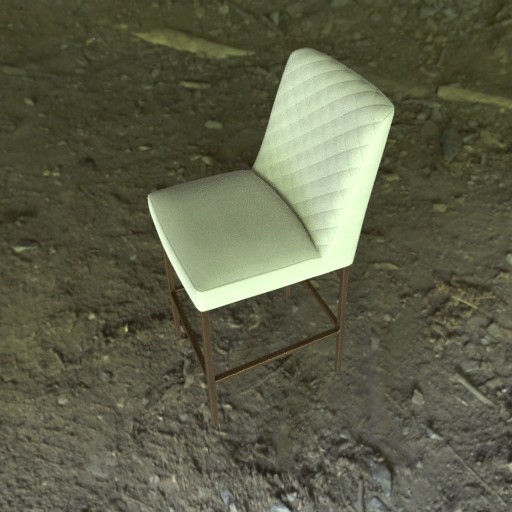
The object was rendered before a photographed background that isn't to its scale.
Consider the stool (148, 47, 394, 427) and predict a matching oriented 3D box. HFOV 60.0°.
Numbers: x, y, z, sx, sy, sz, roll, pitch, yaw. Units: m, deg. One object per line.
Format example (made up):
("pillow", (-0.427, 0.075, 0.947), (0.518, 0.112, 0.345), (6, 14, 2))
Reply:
("stool", (0.000, 0.000, 1.396), (0.546, 1.084, 0.462), (-18, 48, -17))
